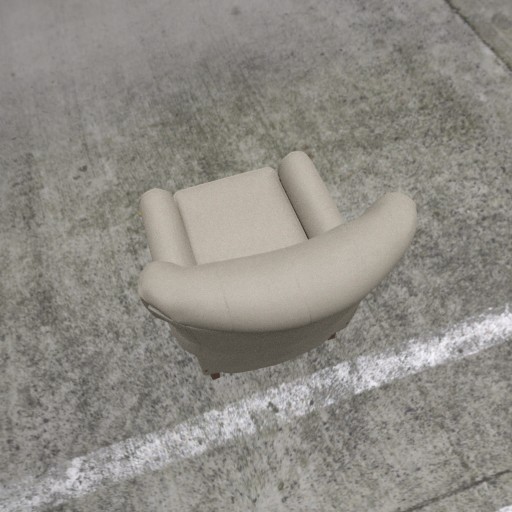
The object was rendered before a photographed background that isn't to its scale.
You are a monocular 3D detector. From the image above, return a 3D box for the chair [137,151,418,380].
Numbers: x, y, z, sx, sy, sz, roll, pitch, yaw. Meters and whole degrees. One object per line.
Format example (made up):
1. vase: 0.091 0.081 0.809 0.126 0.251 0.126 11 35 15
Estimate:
1. chair: 0.000 0.000 1.961 0.943 1.158 1.059 -17 61 -9
